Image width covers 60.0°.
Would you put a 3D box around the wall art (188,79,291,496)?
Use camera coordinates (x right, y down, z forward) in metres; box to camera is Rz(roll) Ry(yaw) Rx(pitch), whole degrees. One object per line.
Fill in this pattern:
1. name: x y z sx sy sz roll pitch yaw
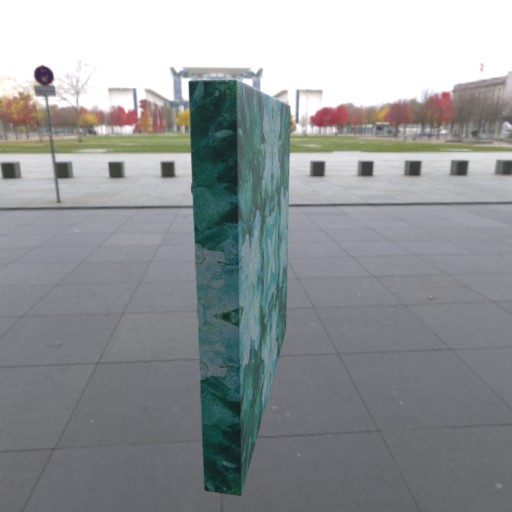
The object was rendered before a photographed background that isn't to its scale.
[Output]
1. wall art: 0.000 0.000 0.463 0.033 0.313 0.313 3 16 10
